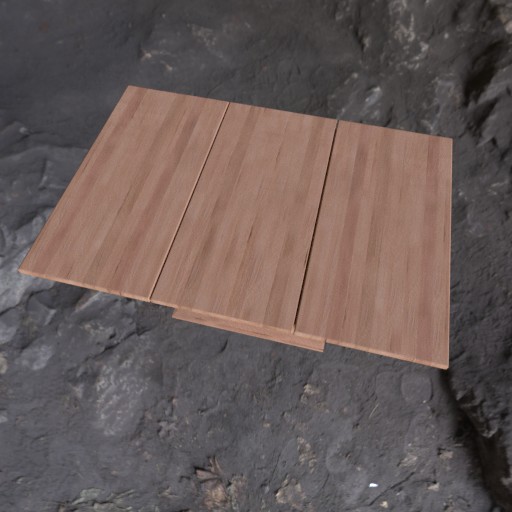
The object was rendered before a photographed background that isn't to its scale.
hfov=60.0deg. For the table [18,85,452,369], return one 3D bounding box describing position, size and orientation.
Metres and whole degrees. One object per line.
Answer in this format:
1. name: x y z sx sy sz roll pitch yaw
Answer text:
1. table: 0.000 0.000 1.844 1.300 0.770 0.900 12 59 7
